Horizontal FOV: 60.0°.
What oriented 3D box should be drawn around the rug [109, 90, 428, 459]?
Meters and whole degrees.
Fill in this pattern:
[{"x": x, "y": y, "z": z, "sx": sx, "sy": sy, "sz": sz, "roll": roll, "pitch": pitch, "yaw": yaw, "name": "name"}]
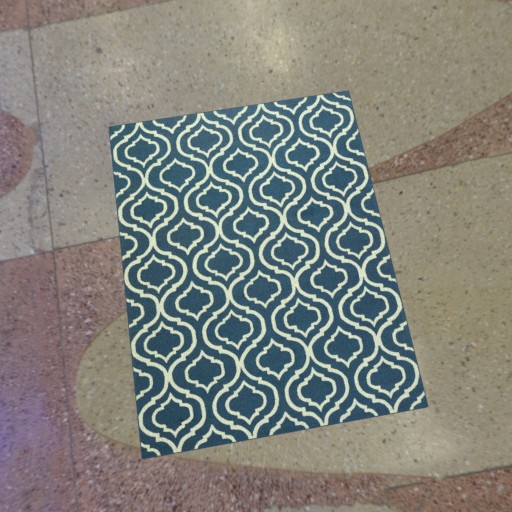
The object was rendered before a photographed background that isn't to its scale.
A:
[{"x": 0.000, "y": 0.000, "z": 3.795, "sx": 2.270, "sy": 0.020, "sz": 2.881, "roll": -9, "pitch": 76, "yaw": -2, "name": "rug"}]
